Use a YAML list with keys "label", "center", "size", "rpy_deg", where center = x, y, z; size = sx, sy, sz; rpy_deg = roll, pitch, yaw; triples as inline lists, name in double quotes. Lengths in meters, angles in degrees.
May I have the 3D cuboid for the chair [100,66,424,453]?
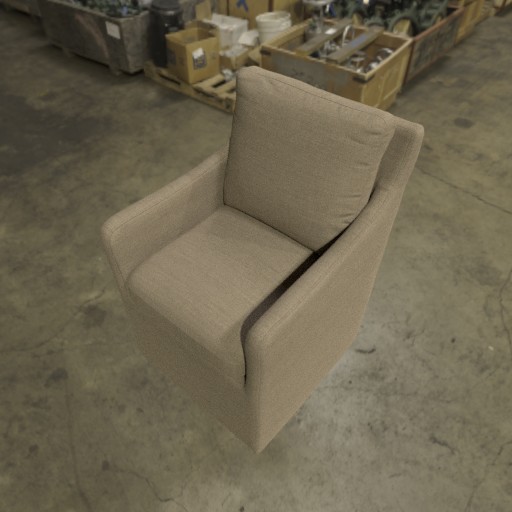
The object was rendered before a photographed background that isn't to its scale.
- label: "chair"
  center: [0.000, 0.000, 1.376]
  size: [0.626, 0.914, 0.694]
  rpy_deg: [31, 52, 27]
